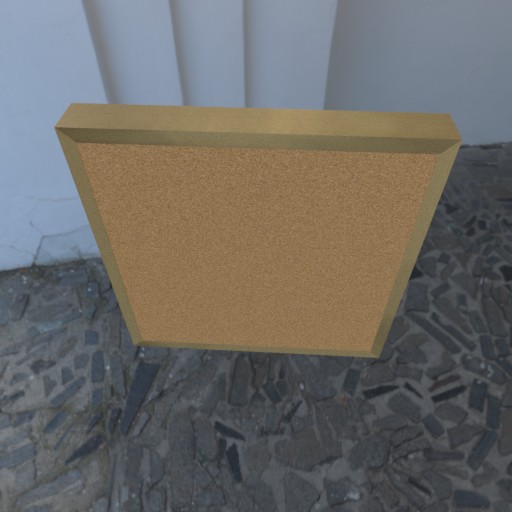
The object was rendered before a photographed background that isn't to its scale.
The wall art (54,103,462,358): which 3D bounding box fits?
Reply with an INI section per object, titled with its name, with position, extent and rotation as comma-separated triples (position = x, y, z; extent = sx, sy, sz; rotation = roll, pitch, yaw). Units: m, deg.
[wall art]
position = 0.000, 0.000, 0.453
extent = 0.304, 0.305, 0.038
rotation = 2, 46, 2
